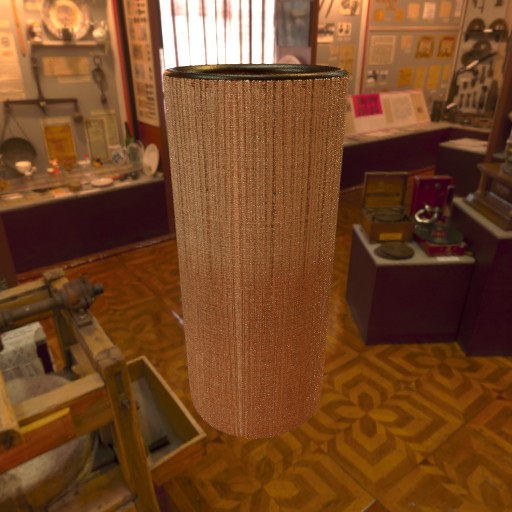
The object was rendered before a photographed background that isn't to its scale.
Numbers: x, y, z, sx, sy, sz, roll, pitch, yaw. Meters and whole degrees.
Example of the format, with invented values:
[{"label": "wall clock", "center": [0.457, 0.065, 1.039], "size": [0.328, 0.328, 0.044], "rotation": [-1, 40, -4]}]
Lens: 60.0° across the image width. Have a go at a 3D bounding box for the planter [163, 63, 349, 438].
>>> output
[{"label": "planter", "center": [0.000, 0.000, 0.291], "size": [0.100, 0.227, 0.100], "rotation": [-17, 31, -31]}]
